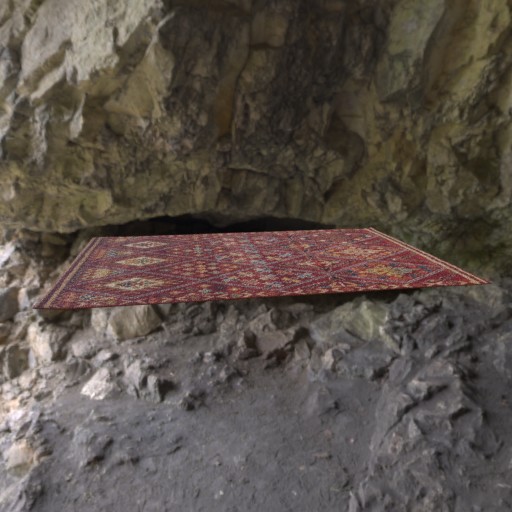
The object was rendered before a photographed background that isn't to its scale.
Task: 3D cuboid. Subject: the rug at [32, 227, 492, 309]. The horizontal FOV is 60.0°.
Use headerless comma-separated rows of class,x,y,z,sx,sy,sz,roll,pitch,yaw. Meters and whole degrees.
rug,0.000,0.000,2.873,2.286,0.026,1.521,-3,15,-10
